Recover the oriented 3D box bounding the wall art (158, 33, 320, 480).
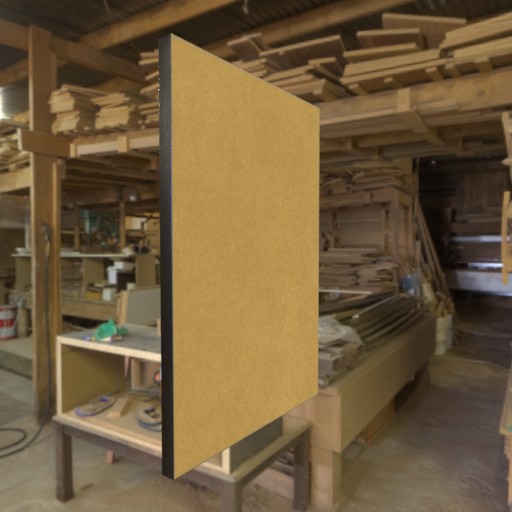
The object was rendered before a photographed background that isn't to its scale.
[{"bbox_3d":[0.000,0.000,0.583,0.019,0.455,0.314,2,3,36],"label":"wall art"}]
